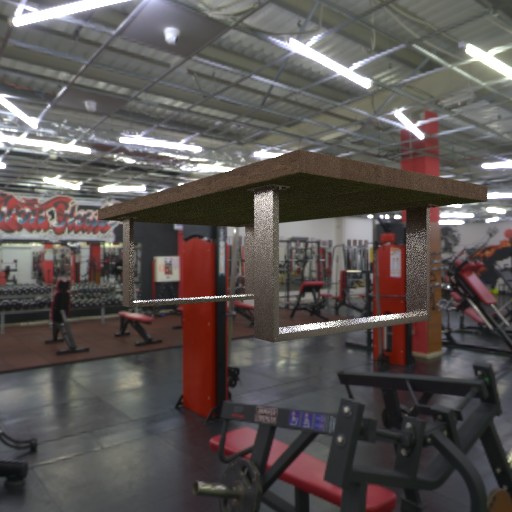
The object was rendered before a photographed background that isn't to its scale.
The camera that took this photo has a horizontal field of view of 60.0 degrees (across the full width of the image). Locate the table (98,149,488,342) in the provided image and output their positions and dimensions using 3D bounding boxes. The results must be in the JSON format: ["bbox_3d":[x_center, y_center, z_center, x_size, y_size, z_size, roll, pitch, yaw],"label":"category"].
[{"bbox_3d":[0.000,0.000,1.735,0.800,0.440,1.400,0,-1,-36],"label":"table"}]
